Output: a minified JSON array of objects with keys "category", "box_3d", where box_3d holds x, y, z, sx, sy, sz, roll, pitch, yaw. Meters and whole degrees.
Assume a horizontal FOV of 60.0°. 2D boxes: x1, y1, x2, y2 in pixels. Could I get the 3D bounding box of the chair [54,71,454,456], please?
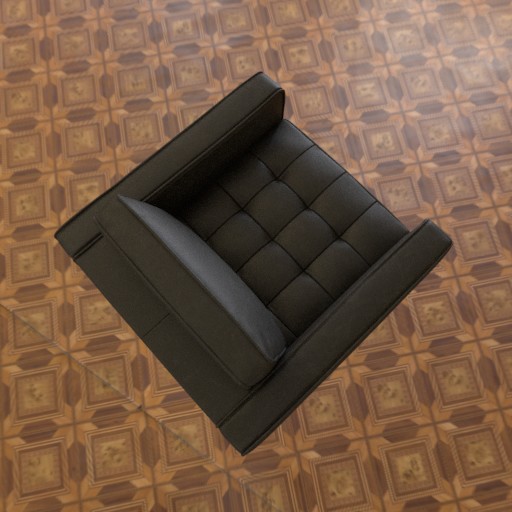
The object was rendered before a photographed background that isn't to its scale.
[{"category":"chair","box_3d":[0.000,0.000,1.546,0.914,0.763,0.889,-42,78,-11]}]
